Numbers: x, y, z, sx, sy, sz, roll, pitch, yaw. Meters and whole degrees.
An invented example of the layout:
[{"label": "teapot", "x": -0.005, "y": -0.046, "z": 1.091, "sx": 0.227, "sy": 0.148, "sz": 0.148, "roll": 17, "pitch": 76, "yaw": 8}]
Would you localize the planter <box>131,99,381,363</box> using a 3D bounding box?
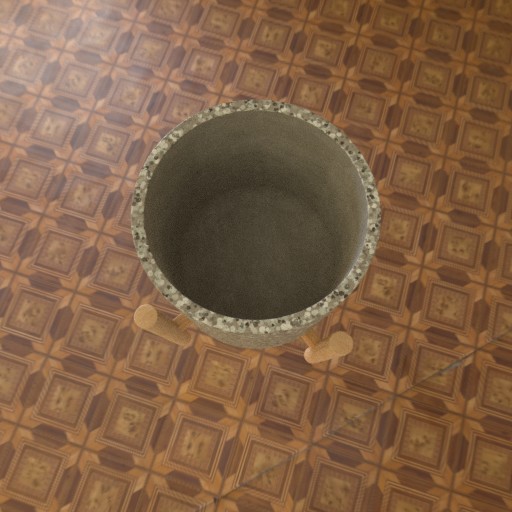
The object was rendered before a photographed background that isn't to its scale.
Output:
[{"label": "planter", "x": 0.000, "y": 0.000, "z": 0.548, "sx": 0.284, "sy": 0.320, "sz": 0.284, "roll": -14, "pitch": 75, "yaw": -4}]
